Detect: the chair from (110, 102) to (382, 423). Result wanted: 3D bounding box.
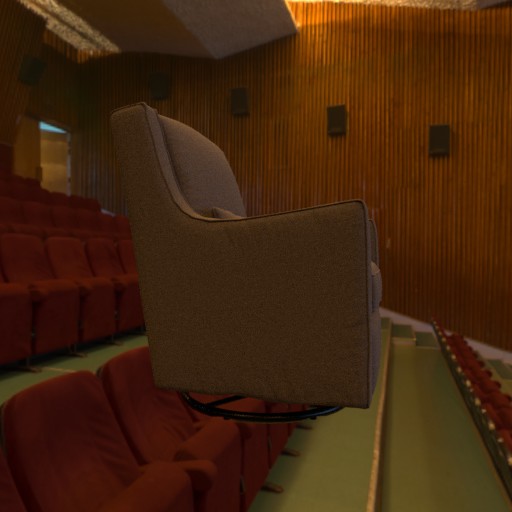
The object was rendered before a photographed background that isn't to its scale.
[{"bbox_3d":[0.000,0.000,1.617,0.879,0.993,0.732,0,0,17],"label":"chair"}]
